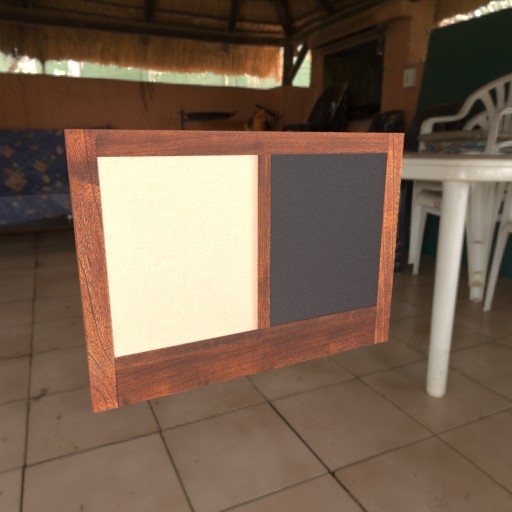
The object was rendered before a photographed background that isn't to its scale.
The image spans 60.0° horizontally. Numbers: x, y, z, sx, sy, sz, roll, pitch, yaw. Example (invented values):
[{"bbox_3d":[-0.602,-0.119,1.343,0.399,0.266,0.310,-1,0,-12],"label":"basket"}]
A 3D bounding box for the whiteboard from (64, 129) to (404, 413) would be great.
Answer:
[{"bbox_3d":[0.000,0.000,1.026,0.768,0.553,0.083,-7,16,-25],"label":"whiteboard"}]
